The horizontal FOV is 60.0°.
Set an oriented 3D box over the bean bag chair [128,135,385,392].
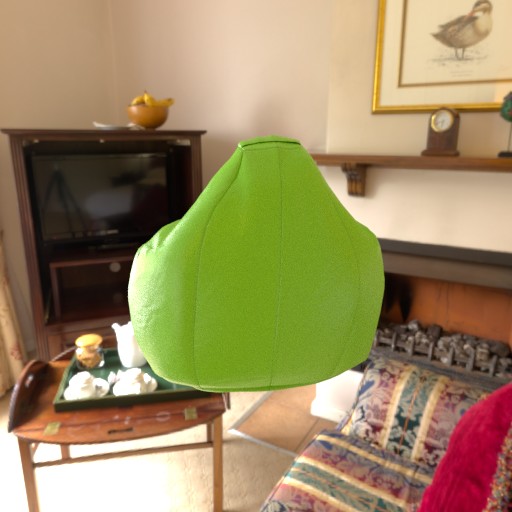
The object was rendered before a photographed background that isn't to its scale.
[{"bbox_3d":[0.000,0.000,1.894,1.070,0.990,1.070,-2,15,-8],"label":"bean bag chair"}]
